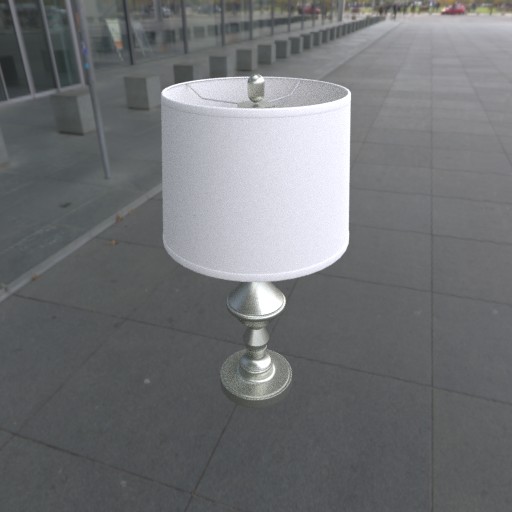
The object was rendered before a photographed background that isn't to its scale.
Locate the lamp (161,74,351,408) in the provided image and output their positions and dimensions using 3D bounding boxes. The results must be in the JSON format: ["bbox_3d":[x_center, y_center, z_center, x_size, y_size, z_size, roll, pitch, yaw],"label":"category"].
[{"bbox_3d":[0.000,0.000,0.957,0.383,0.733,0.383,0,30,0],"label":"lamp"}]
